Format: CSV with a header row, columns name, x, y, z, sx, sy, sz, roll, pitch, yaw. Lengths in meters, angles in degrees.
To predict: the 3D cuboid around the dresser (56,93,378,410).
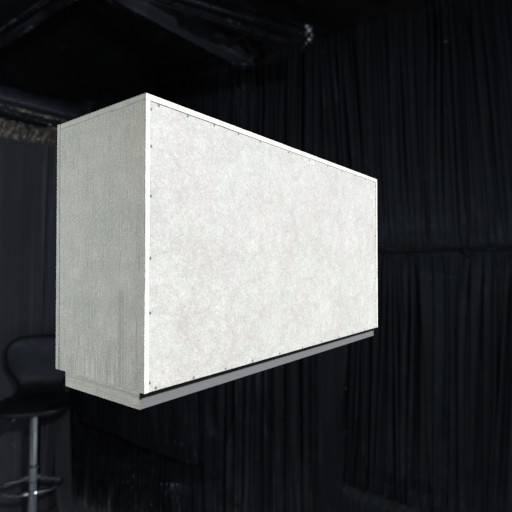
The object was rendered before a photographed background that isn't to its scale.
name,x,y,z,sx,sy,sz,roll,pitch,yaw
dresser,0.000,0.000,2.023,0.483,0.889,1.628,-1,-1,38
